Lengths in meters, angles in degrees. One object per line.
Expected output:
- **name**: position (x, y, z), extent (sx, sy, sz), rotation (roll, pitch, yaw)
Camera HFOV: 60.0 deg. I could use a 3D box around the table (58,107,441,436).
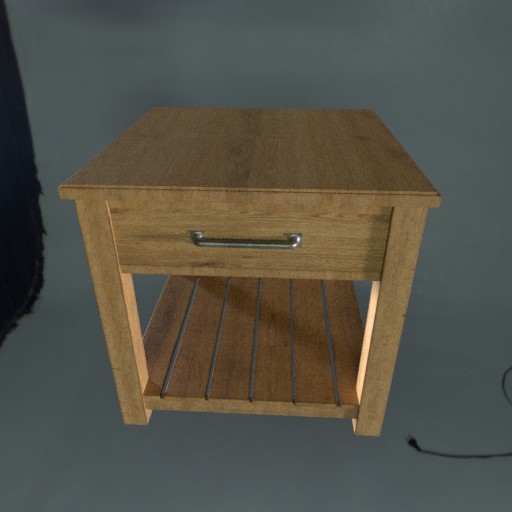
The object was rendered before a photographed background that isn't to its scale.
- **table**: position (0.000, 0.000, 1.112), extent (0.616, 0.593, 0.612), rotation (2, 30, 3)
